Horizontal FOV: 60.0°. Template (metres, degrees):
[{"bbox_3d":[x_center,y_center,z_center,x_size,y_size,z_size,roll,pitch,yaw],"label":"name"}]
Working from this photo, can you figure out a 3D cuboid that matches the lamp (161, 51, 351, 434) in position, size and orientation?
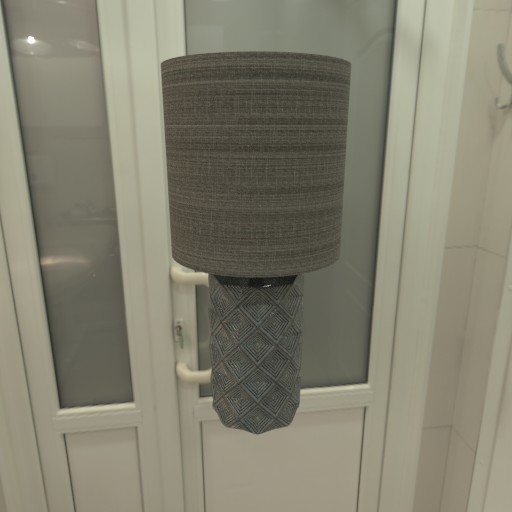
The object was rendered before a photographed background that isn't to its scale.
[{"bbox_3d":[0.000,0.000,0.716,0.269,0.566,0.268,-2,16,-8],"label":"lamp"}]
